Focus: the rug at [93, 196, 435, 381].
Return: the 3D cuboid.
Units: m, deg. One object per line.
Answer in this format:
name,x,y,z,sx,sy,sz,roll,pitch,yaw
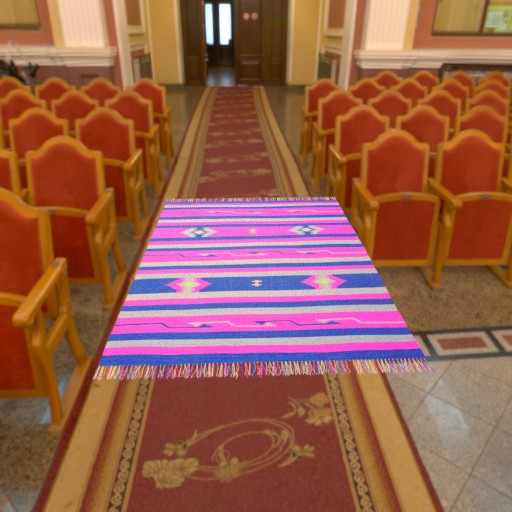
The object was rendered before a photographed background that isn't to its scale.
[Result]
rug,0.000,0.000,3.004,1.539,0.013,2.350,-1,27,-2
